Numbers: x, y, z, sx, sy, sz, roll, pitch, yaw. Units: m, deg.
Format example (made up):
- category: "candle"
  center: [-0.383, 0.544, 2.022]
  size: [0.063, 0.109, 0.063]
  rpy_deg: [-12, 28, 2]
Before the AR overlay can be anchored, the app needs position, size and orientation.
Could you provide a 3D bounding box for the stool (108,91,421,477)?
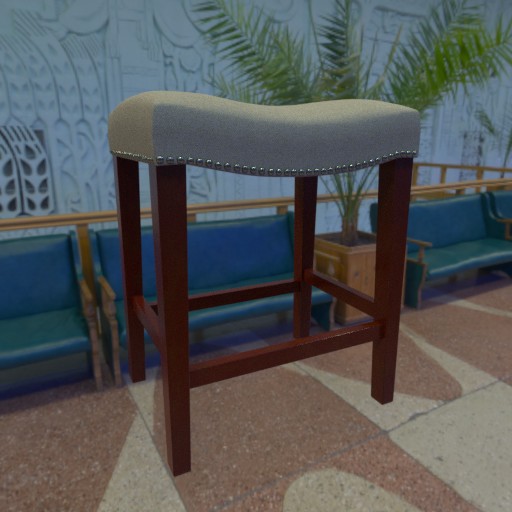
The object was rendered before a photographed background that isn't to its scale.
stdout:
- category: "stool"
  center: [0.000, 0.000, 0.935]
  size: [0.509, 0.632, 0.375]
  rpy_deg: [-8, 17, -26]
